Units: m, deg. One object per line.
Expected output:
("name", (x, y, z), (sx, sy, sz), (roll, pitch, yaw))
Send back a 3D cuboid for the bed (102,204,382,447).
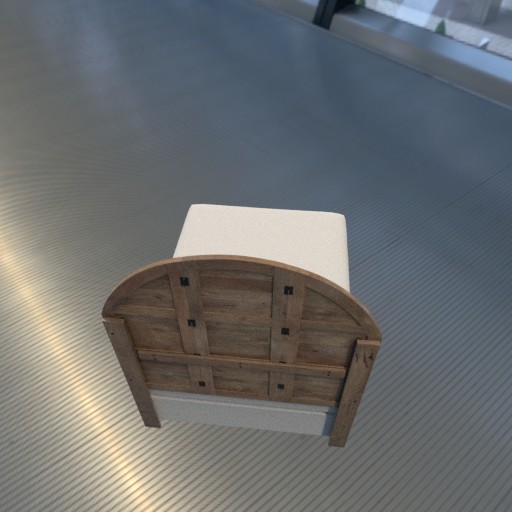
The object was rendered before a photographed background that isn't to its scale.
("bed", (0.000, 0.000, 3.578), (1.713, 2.002, 2.112), (4, 45, 4))
